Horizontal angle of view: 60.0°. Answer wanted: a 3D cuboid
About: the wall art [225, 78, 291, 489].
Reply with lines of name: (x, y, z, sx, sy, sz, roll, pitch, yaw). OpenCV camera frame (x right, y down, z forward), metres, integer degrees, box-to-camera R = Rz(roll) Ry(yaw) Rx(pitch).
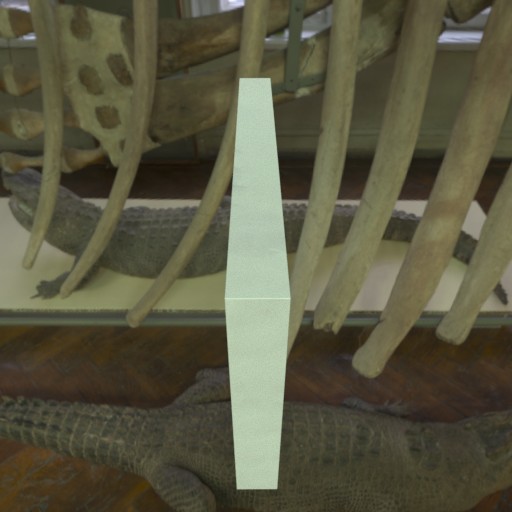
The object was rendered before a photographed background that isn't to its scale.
wall art: (0.000, 0.000, 0.482, 0.038, 0.254, 0.381, 0, 40, 0)
